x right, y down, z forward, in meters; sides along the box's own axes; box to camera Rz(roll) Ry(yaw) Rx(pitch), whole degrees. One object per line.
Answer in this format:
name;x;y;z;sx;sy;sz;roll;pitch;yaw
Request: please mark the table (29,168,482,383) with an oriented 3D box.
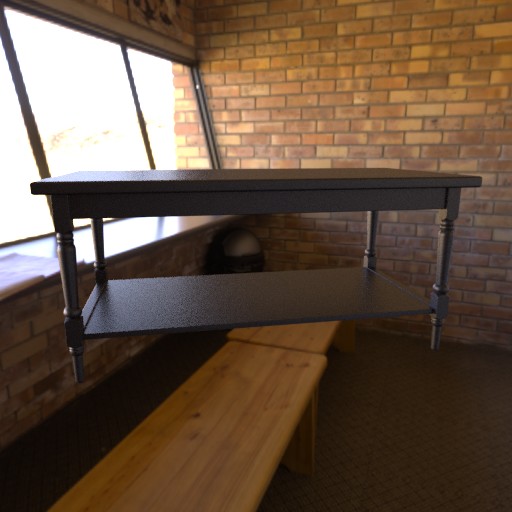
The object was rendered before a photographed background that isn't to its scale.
table;0.000;0.000;1.383;1.107;0.510;0.550;-3;14;-11
